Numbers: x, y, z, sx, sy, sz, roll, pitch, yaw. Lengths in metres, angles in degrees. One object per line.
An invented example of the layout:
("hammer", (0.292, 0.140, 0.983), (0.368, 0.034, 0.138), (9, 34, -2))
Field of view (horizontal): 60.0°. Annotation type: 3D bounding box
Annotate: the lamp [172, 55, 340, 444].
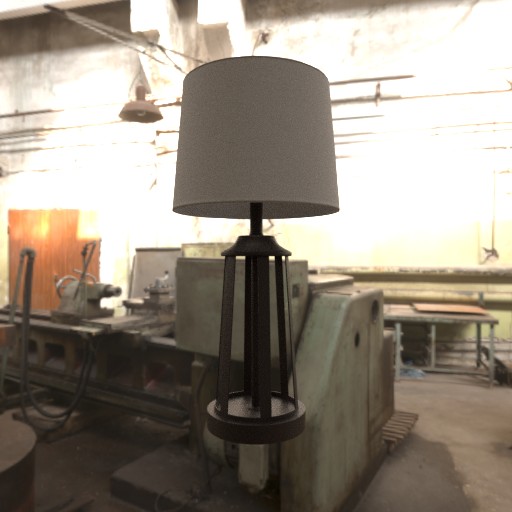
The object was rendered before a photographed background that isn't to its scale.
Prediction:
("lamp", (0.000, 0.000, 0.672), (0.251, 0.509, 0.251), (0, 0, 0))
